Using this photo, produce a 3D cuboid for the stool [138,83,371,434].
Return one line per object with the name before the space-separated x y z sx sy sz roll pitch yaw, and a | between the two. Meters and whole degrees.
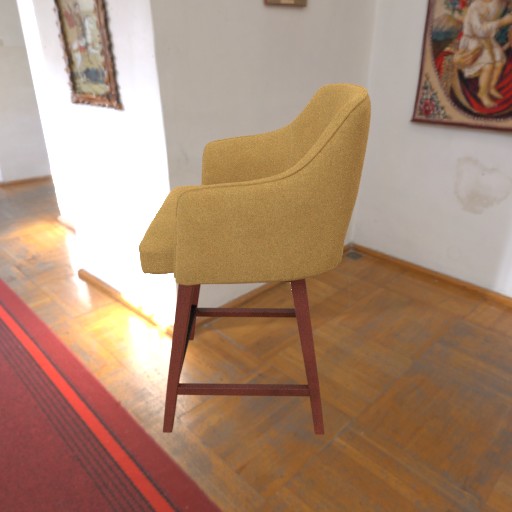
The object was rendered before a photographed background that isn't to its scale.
stool | 0.000 0.000 1.289 0.558 0.924 0.548 0 26 1
